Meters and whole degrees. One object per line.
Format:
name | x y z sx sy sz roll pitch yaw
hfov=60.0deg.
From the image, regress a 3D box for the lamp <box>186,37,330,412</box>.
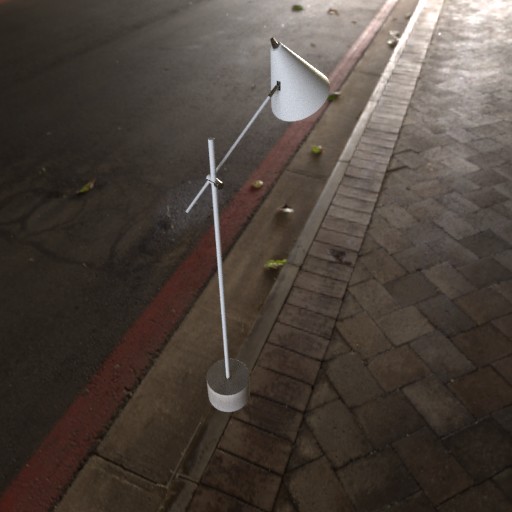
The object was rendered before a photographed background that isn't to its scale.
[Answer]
lamp | 0.000 0.000 1.592 0.508 1.430 0.223 -26 47 -26
